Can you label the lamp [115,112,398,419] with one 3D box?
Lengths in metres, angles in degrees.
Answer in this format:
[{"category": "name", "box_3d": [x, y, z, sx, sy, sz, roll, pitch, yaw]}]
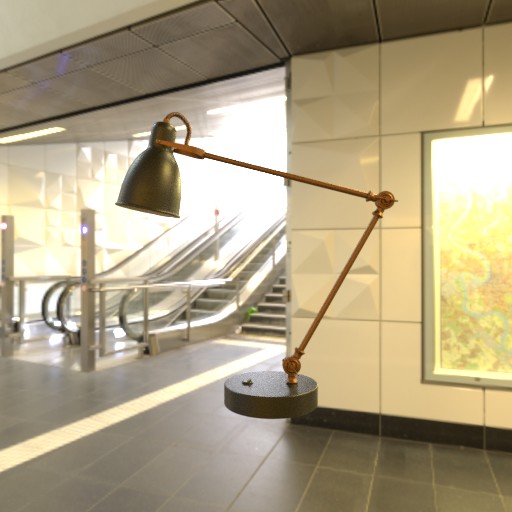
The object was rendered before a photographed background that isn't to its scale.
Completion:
[{"category": "lamp", "box_3d": [0.000, 0.000, 0.890, 0.561, 0.587, 0.187, 0, 0, 0]}]
